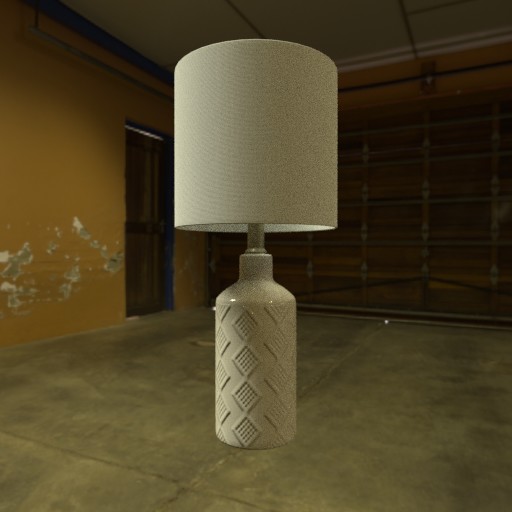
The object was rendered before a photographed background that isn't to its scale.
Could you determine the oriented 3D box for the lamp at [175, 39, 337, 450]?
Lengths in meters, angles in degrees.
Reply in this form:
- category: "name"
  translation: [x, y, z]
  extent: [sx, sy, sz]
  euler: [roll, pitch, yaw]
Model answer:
- category: "lamp"
  translation: [0.000, 0.000, 0.574]
  extent: [0.207, 0.461, 0.207]
  euler: [0, 1, -18]
